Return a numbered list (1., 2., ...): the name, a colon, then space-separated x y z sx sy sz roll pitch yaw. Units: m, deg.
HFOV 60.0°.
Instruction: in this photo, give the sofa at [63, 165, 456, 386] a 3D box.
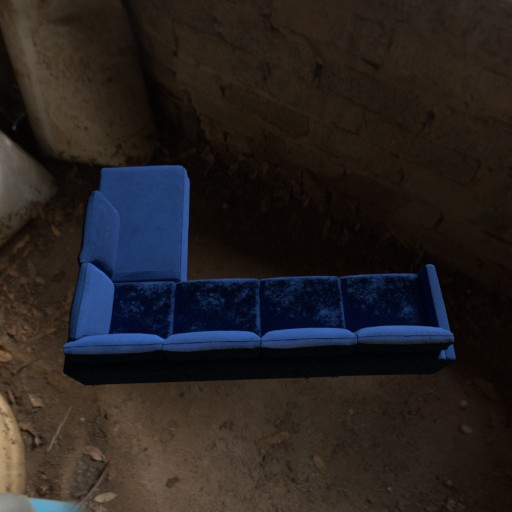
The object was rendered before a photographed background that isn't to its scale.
1. sofa: 0.000 0.000 3.256 2.486 0.687 1.707 -2 63 -1
